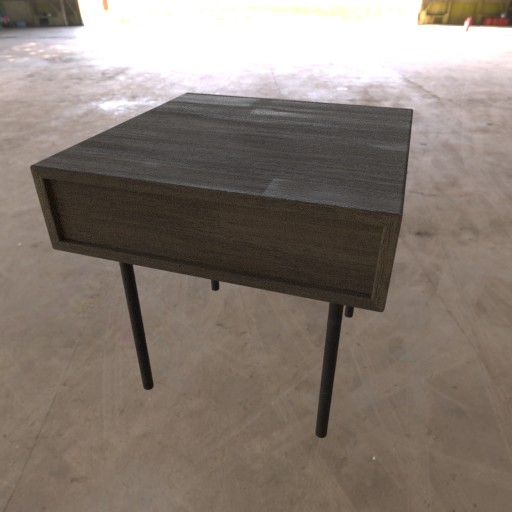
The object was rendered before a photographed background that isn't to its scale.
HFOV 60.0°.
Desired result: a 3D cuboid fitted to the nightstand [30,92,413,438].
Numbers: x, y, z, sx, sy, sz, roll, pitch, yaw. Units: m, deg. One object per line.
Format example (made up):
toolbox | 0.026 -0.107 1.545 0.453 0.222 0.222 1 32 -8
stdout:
nightstand | 0.000 0.000 0.884 0.502 0.497 0.503 10 33 15
